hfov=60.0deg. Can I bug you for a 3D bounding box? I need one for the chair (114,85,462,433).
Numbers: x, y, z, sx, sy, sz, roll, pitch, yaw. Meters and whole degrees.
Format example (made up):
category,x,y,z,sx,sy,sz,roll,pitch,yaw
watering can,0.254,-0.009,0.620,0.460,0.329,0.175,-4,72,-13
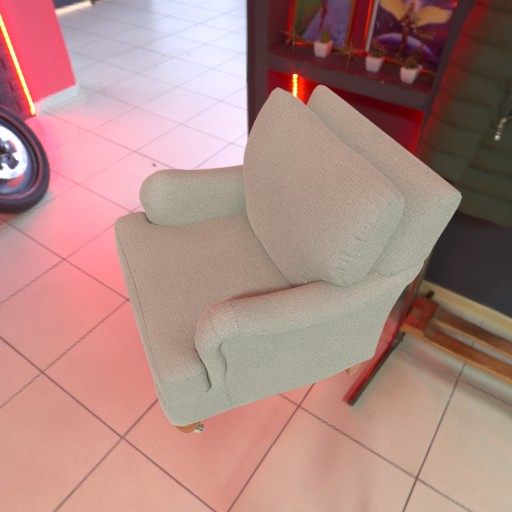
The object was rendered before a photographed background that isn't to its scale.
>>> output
category,x,y,z,sx,sy,sz,roll,pitch,yaw
chair,0.000,0.000,1.851,1.070,1.038,0.955,-16,46,-16
